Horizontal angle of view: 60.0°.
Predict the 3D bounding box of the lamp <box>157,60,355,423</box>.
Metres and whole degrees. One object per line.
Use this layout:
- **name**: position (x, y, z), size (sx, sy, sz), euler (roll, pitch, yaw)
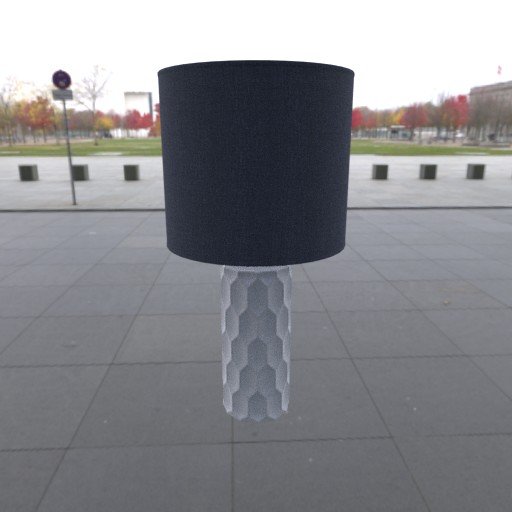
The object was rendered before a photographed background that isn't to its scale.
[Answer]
- **lamp**: position (0.000, 0.000, 0.705), size (0.277, 0.537, 0.277), euler (3, 16, 12)
